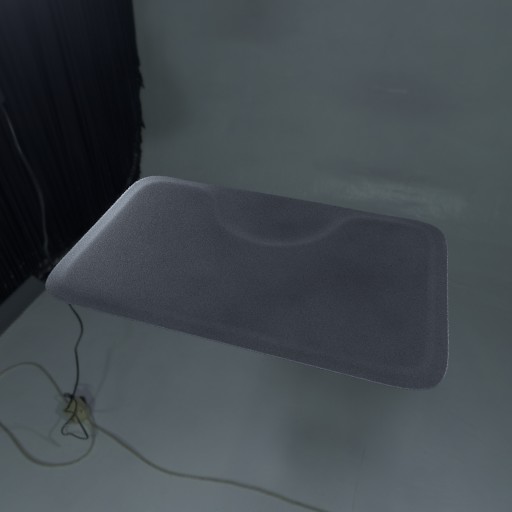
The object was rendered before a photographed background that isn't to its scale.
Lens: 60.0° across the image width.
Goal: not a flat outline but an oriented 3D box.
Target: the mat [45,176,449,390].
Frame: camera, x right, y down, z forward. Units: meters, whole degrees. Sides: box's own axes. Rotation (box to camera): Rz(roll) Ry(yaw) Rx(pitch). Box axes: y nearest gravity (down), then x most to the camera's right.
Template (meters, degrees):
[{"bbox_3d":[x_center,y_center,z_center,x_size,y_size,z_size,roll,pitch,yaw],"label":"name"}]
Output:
[{"bbox_3d":[0.000,0.000,1.845,1.524,0.013,0.918,12,43,13],"label":"mat"}]
